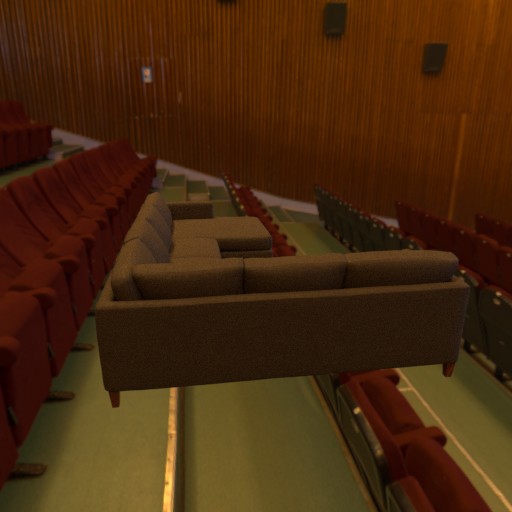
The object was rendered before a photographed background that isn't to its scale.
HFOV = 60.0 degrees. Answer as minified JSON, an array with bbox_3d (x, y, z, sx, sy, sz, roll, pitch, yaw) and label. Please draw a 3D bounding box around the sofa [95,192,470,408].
[{"bbox_3d":[0.000,0.000,4.617,2.594,0.961,3.460,-3,18,-8],"label":"sofa"}]
